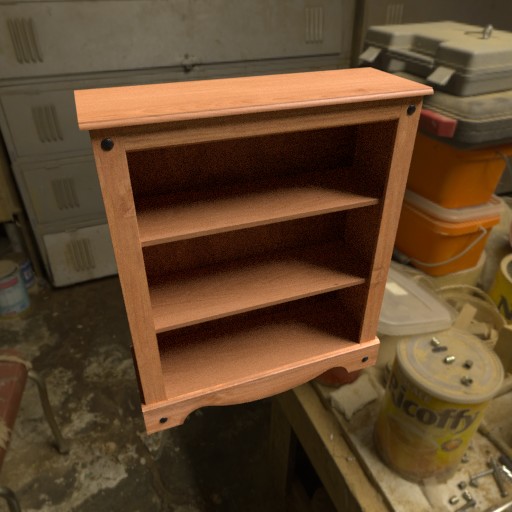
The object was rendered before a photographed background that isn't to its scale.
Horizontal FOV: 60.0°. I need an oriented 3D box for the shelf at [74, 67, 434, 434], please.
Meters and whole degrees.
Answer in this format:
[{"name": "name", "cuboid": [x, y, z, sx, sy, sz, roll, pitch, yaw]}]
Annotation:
[{"name": "shelf", "cuboid": [0.000, 0.000, 1.359, 0.840, 0.980, 0.291, -12, 35, -17]}]
